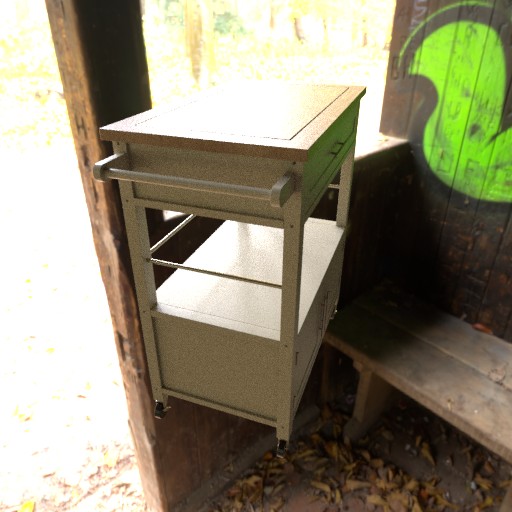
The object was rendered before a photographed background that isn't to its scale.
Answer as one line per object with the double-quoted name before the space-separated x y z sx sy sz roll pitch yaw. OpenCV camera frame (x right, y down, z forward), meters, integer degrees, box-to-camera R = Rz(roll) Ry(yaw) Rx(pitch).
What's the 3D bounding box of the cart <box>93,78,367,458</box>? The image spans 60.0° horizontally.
"cart" 0.000 0.000 1.376 0.459 0.901 0.840 10 31 17
